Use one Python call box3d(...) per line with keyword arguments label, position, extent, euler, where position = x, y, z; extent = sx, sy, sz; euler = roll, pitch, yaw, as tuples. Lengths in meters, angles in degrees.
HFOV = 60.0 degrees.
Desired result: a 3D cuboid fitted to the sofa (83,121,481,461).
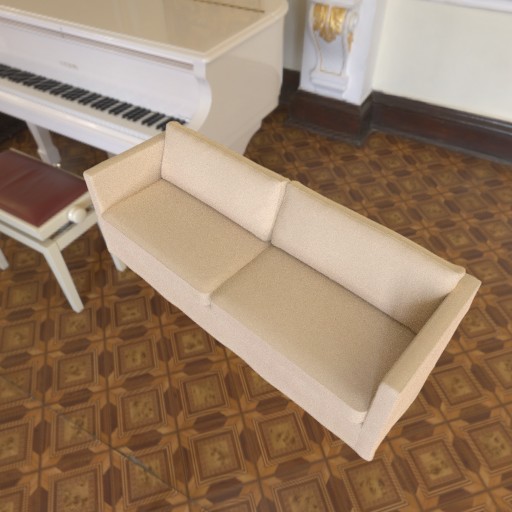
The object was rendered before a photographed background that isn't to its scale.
box3d(label="sofa", position=(0.000, 0.000, 3.267), extent=(2.779, 0.999, 1.036), euler=(33, 54, 28))
